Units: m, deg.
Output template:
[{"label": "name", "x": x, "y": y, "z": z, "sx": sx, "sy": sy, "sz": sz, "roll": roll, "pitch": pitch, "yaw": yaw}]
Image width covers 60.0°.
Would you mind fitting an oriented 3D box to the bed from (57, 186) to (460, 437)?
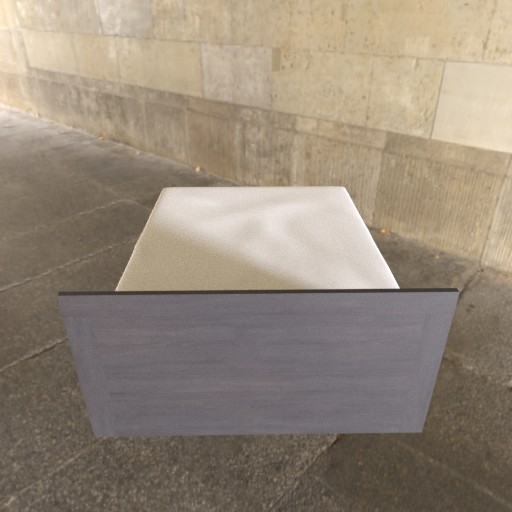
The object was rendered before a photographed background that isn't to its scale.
[{"label": "bed", "x": 0.000, "y": 0.000, "z": 2.841, "sx": 1.585, "sy": 0.823, "sz": 2.073, "roll": 0, "pitch": 29, "yaw": -1}]
